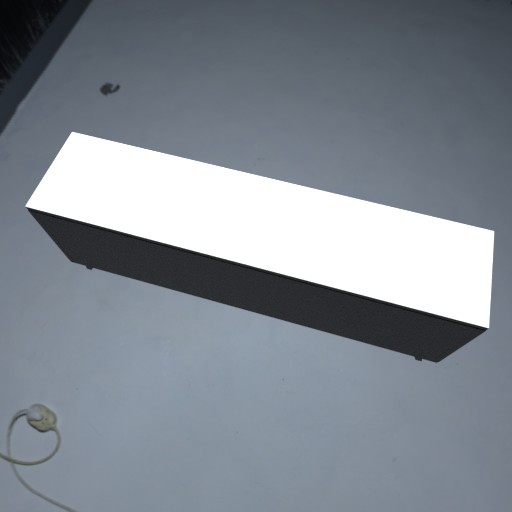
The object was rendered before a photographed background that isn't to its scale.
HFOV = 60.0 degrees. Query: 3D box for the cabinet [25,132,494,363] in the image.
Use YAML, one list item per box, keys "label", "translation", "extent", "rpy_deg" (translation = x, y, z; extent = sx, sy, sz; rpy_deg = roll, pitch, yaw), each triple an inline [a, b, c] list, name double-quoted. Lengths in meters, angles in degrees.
- label: "cabinet"
  translation: [0.000, 0.000, 2.469]
  extent: [2.198, 0.779, 0.499]
  rpy_deg: [15, 64, 7]
